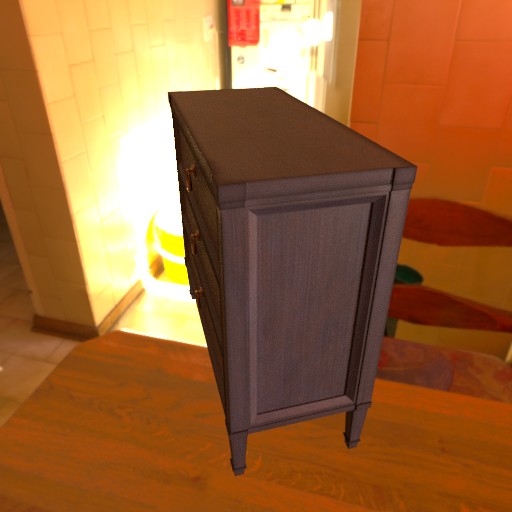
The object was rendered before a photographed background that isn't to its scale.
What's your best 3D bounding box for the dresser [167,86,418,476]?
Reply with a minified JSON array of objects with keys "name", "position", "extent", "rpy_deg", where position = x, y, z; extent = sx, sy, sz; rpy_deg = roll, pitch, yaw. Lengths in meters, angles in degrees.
[{"name":"dresser","position":[0.000,0.000,1.621],"extent":[0.463,0.986,1.049],"rpy_deg":[-8,31,-13]}]
